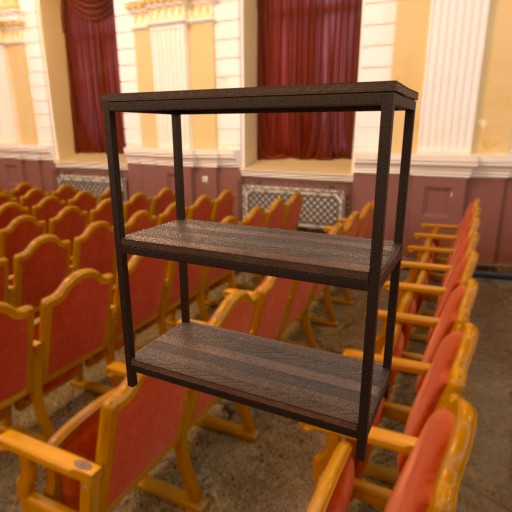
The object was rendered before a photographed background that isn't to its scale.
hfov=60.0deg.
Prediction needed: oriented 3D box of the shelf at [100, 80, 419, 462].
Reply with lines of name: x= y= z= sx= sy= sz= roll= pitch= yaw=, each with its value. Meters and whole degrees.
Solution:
shelf: x=0.000 y=0.000 z=1.372 sx=0.822 sy=0.947 sz=0.352 roll=8 pitch=18 yaw=25
